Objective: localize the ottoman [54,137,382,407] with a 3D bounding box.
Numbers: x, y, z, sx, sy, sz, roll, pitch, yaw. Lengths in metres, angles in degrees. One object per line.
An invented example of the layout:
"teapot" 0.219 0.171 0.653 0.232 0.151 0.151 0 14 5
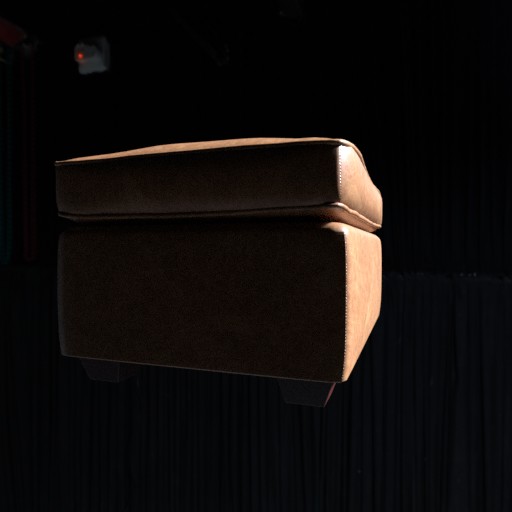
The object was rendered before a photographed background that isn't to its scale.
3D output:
"ottoman" 0.000 0.000 1.076 0.554 0.468 0.756 0 1 19
